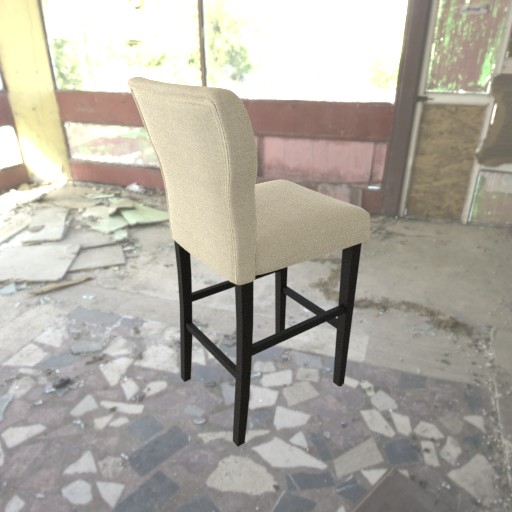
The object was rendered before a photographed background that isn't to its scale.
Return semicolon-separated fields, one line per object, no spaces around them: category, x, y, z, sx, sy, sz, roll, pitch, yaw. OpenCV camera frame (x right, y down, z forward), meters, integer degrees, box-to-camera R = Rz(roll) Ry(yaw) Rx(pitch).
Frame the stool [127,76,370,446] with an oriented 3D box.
stool;0.000;0.000;1.486;0.603;1.124;0.516;-18;31;-32
